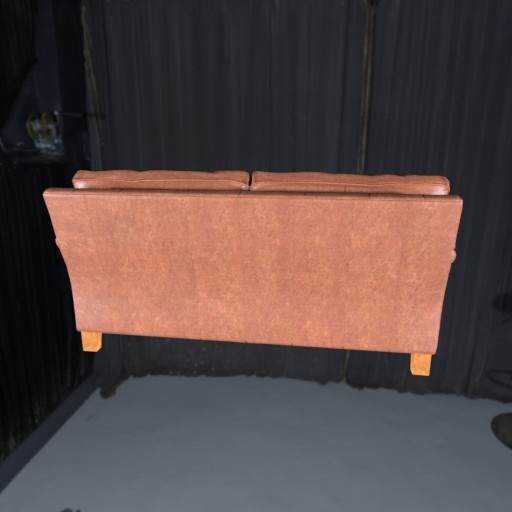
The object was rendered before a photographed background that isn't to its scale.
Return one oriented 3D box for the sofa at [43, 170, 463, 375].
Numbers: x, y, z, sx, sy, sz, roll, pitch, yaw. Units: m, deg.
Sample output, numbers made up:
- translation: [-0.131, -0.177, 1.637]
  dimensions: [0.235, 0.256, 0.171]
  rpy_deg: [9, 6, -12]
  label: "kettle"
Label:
- translation: [0.000, 0.000, 2.755]
  dimensions: [2.144, 1.071, 1.147]
  rpy_deg: [2, 15, 8]
  label: "sofa"
